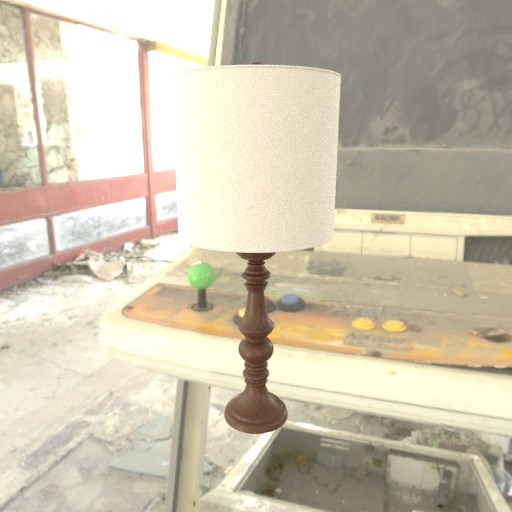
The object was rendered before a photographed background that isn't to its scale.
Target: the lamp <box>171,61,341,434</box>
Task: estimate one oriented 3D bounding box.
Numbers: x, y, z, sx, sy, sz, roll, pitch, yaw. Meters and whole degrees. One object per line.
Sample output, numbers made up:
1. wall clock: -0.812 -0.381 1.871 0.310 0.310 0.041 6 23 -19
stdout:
1. lamp: 0.000 0.000 0.734 0.250 0.597 0.250 14 20 42
